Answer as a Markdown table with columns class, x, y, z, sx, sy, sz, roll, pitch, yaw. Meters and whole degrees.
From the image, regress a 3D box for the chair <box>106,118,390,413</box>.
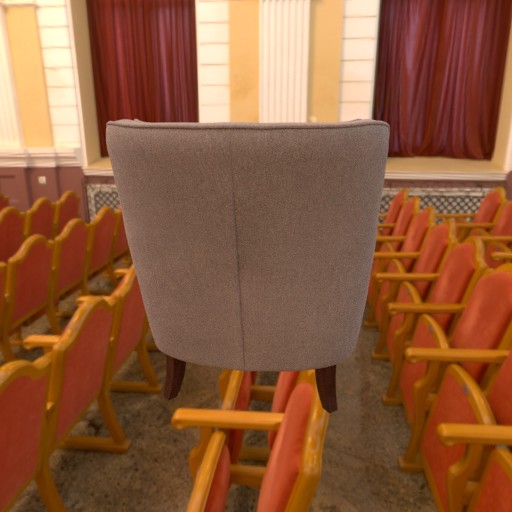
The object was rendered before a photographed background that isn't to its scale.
| class | x | y | z | sx | sy | sz | roll | pitch | yaw |
| --- | --- | --- | --- | --- | --- | --- | --- | --- | --- |
| chair | 0.000 | 0.000 | 1.565 | 0.781 | 0.919 | 0.910 | 2 | 17 | 7 |
